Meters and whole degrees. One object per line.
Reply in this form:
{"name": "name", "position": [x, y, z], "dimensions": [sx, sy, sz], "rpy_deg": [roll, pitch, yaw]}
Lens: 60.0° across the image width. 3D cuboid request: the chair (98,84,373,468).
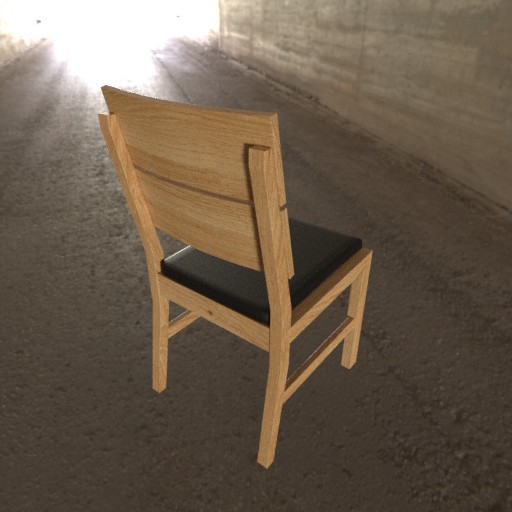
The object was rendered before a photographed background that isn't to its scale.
{"name": "chair", "position": [0.000, 0.000, 1.281], "dimensions": [0.475, 0.950, 0.569], "rpy_deg": [21, 36, 32]}
